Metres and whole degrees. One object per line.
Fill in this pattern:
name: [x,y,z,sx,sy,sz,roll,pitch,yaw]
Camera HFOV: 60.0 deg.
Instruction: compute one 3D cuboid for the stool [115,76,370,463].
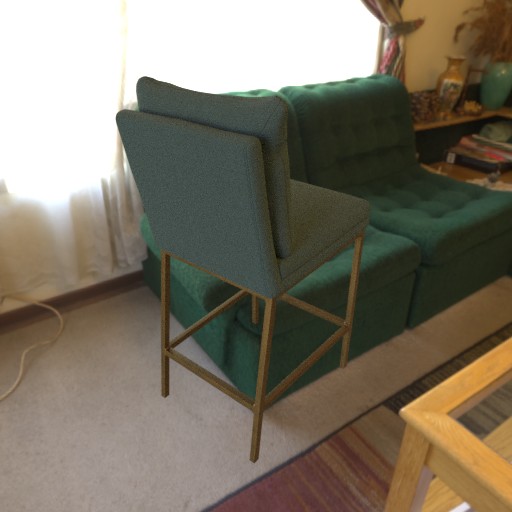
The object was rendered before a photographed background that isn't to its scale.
stool: [0.000,0.000,1.353,0.463,1.032,0.568,22,36,33]
